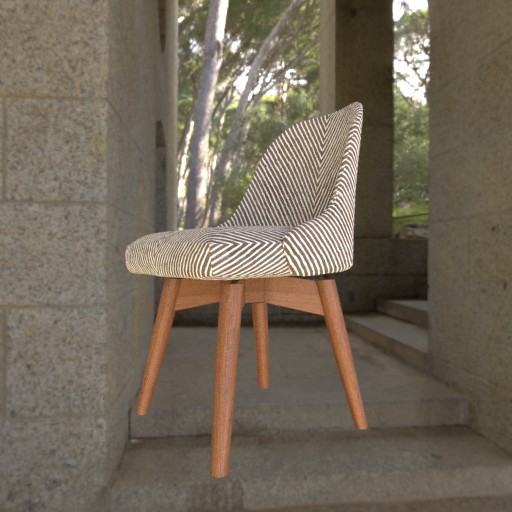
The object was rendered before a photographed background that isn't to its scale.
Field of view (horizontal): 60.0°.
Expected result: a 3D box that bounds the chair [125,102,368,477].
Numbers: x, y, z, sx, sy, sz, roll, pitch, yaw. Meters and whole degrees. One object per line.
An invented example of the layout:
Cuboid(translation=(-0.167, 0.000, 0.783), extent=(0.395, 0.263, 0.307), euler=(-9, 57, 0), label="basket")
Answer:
Cuboid(translation=(0.000, 0.000, 1.213), extent=(0.591, 0.883, 0.504), euler=(0, 0, -35), label="chair")
